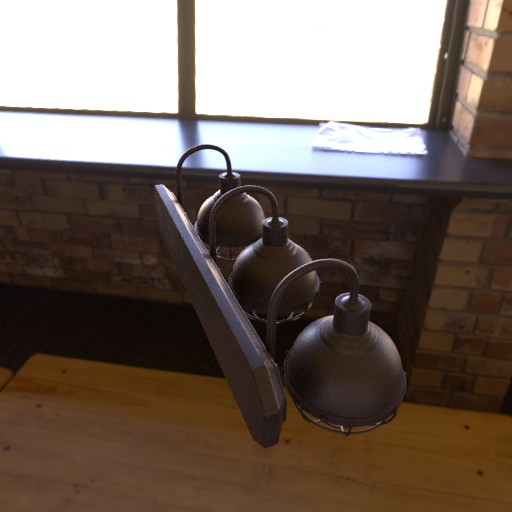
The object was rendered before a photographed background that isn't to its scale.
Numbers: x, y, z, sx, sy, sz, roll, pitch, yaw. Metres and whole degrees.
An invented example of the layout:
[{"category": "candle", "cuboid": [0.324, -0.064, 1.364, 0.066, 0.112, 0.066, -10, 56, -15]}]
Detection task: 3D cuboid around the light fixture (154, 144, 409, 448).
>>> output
[{"category": "light fixture", "cuboid": [0.000, 0.000, 0.746, 0.229, 0.254, 0.634, -11, 32, -18]}]
